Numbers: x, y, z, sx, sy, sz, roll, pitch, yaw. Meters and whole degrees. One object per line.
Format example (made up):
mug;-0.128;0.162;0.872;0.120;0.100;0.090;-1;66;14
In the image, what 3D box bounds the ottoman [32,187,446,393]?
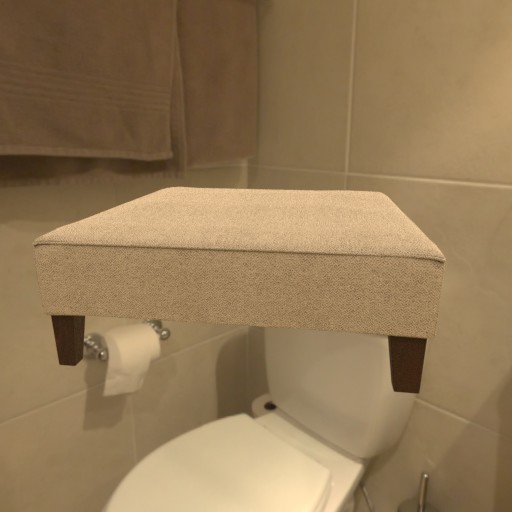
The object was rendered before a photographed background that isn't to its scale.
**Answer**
ottoman;0.000;0.000;1.503;0.973;0.381;0.982;2;16;8
